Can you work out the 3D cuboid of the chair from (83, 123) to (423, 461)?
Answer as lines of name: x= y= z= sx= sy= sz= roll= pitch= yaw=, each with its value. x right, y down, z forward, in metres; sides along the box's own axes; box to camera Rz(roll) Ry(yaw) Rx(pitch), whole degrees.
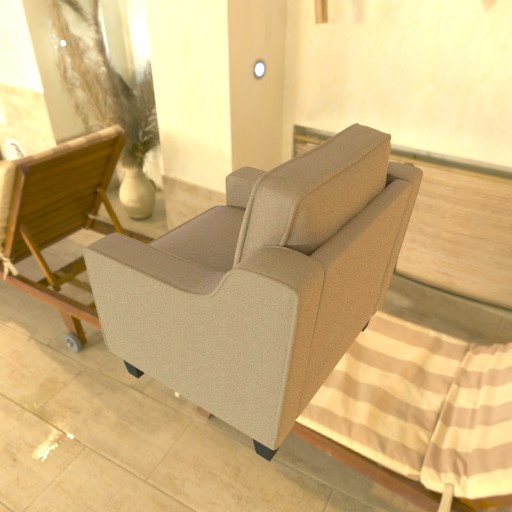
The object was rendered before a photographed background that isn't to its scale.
chair: x=0.000 y=0.000 z=1.683 sx=0.882 sy=0.948 sz=0.922 roll=20 pitch=38 yaw=29
